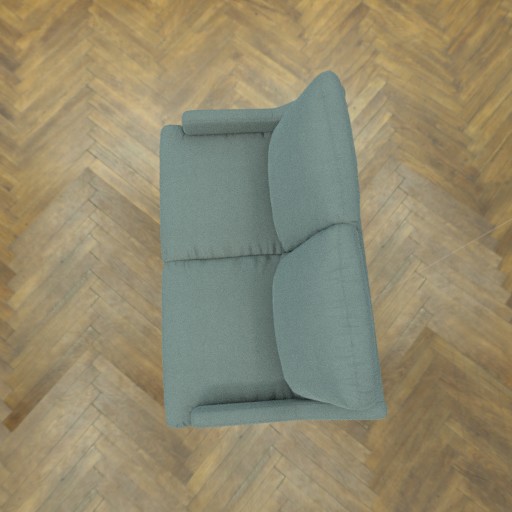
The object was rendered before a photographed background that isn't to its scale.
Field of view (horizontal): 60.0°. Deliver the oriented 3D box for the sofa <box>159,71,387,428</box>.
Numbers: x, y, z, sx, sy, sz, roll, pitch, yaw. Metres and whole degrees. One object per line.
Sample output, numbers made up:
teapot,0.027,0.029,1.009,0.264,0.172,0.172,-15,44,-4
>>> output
sofa,0.000,0.000,2.216,0.987,0.921,1.589,-4,76,-1
